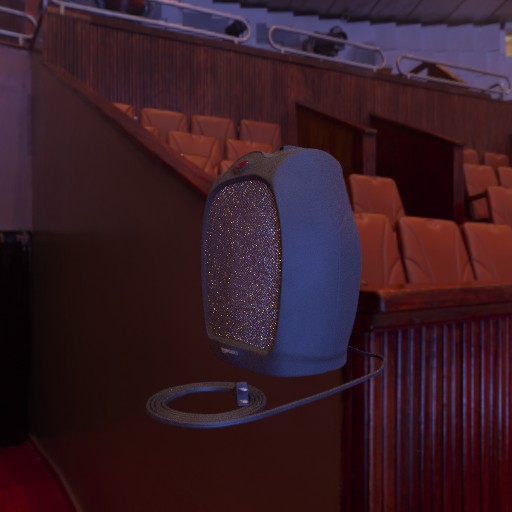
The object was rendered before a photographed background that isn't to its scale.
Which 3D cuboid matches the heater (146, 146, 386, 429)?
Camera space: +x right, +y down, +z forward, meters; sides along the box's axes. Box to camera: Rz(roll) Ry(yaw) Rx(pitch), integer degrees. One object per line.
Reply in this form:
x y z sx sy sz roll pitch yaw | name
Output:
0.000 0.000 0.465 0.291 0.240 0.239 0 0 -36 | heater
